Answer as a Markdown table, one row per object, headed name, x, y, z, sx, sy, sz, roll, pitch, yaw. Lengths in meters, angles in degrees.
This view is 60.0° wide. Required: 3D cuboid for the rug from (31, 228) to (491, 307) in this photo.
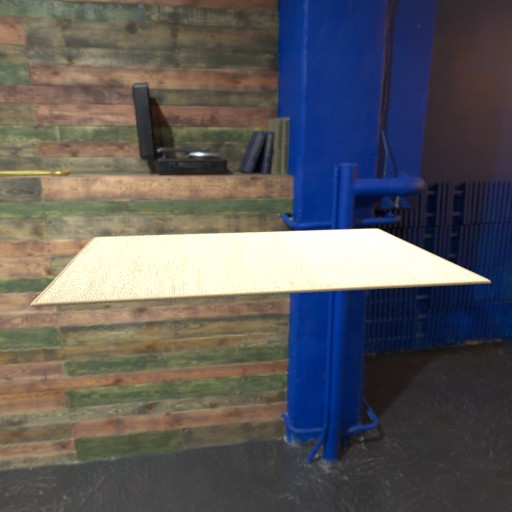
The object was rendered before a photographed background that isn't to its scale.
| name | x | y | z | sx | sy | sz | roll | pitch | yaw |
| --- | --- | --- | --- | --- | --- | --- | --- | --- | --- |
| rug | 0.000 | 0.000 | 2.080 | 1.667 | 0.013 | 1.062 | -2 | 15 | -8 |
